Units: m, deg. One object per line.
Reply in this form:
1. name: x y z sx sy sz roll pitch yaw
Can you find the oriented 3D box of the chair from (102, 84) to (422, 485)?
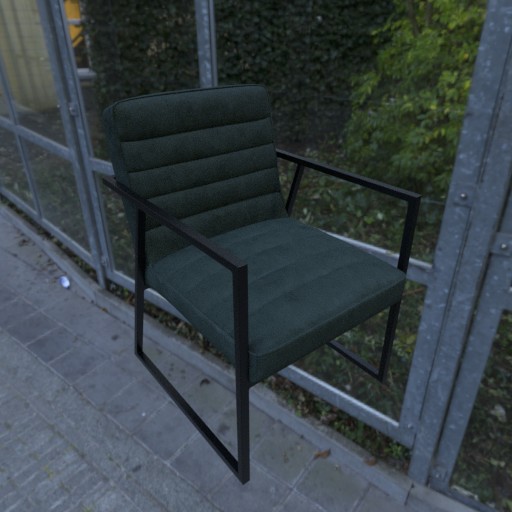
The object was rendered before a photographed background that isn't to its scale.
1. chair: 0.000 0.000 1.255 0.571 0.833 0.677 -21 35 -33
